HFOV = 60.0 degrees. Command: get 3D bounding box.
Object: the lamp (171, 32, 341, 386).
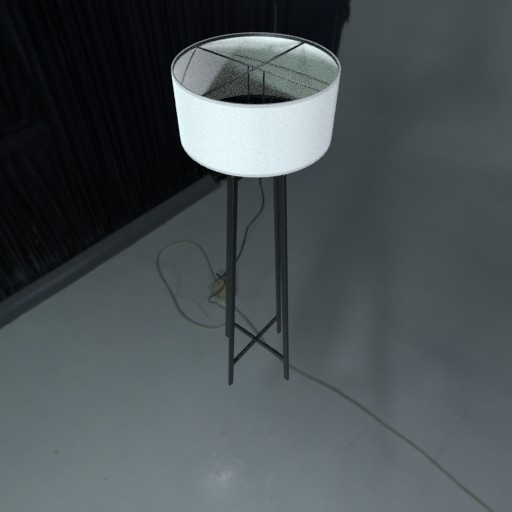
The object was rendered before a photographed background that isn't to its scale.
[{"bbox_3d":[0.000,0.000,1.751,0.457,1.510,0.456,31,54,26],"label":"lamp"}]
